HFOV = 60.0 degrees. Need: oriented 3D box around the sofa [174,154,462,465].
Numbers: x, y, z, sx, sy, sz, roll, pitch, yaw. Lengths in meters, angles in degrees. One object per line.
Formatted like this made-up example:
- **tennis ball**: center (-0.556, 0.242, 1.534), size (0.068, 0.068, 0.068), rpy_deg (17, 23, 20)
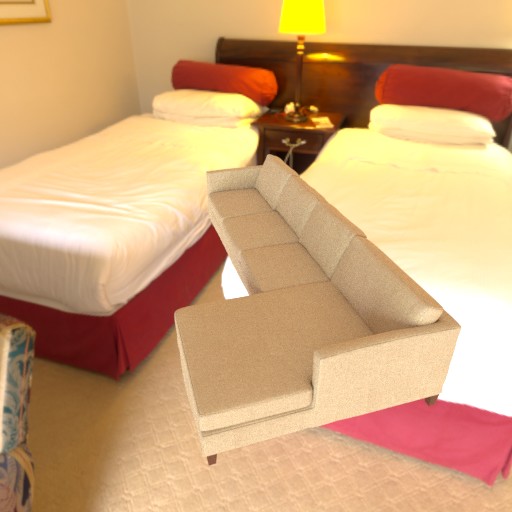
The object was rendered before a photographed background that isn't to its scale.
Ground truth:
- **sofa**: center (0.000, 0.000, 3.870), size (1.625, 0.846, 3.186), rpy_deg (-9, 31, -15)
